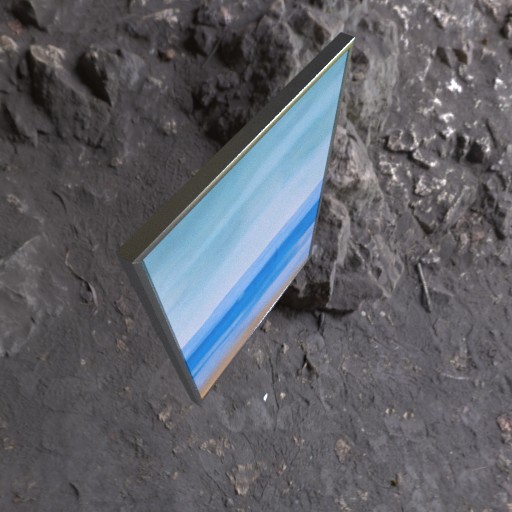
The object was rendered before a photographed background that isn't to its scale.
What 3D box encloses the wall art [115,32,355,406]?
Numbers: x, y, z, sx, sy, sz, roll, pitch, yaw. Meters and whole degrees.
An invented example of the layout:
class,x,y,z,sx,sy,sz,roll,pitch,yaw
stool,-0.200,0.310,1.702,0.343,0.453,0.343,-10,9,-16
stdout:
class,x,y,z,sx,sy,sz,roll,pitch,yaw
wall art,0.000,0.000,1.397,0.041,1.062,0.803,31,63,17
